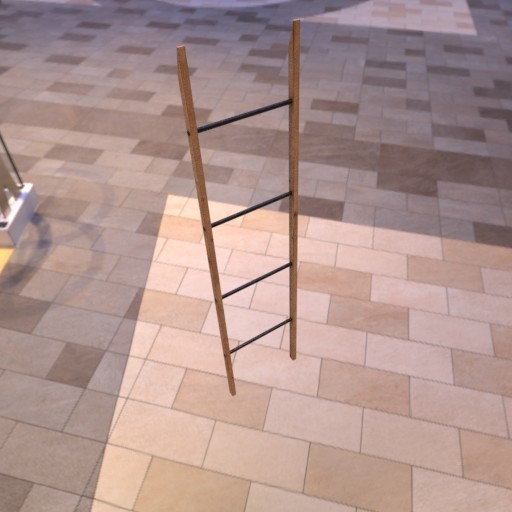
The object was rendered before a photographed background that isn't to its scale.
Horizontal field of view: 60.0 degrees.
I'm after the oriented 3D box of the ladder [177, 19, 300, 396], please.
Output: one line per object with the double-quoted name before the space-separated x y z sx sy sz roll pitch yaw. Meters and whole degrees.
"ladder" 0.000 0.000 1.943 0.442 1.805 0.200 -25 51 -22
